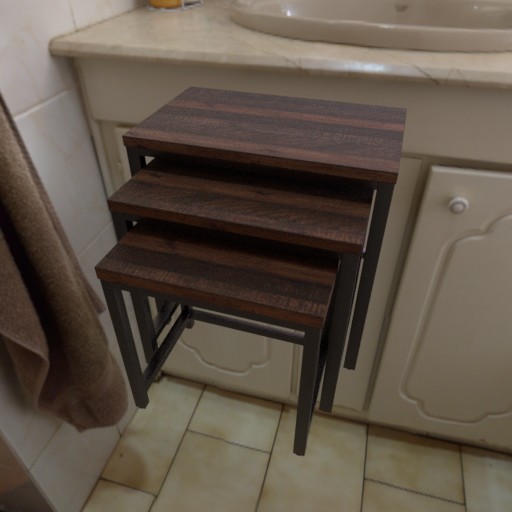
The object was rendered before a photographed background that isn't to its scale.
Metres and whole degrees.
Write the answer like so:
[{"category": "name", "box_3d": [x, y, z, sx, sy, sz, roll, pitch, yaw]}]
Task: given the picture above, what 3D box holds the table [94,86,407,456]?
[{"category": "table", "box_3d": [0.000, 0.000, 1.154, 0.608, 0.616, 0.660, 11, 39, 14]}]
